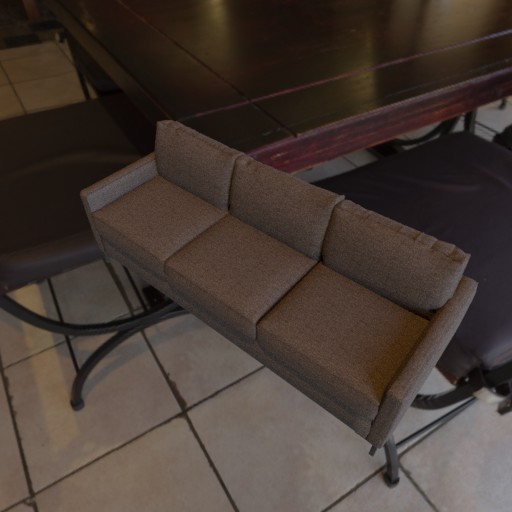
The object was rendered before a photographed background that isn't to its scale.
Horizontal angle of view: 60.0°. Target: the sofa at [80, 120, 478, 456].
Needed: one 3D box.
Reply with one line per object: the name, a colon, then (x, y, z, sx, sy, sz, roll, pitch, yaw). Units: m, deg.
sofa: (0.000, 0.000, 2.637, 2.253, 0.882, 0.876, 30, 52, 27)
